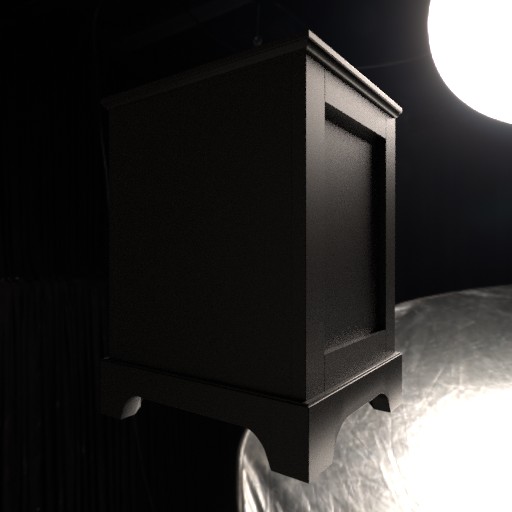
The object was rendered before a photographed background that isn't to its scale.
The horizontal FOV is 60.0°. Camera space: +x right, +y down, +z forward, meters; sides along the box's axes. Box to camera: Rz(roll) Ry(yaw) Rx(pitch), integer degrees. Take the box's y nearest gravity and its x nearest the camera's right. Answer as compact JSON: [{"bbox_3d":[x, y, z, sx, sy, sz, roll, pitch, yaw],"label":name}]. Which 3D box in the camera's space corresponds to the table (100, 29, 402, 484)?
[{"bbox_3d":[0.000,0.000,0.890,0.460,0.610,0.399,0,0,36],"label":"table"}]
